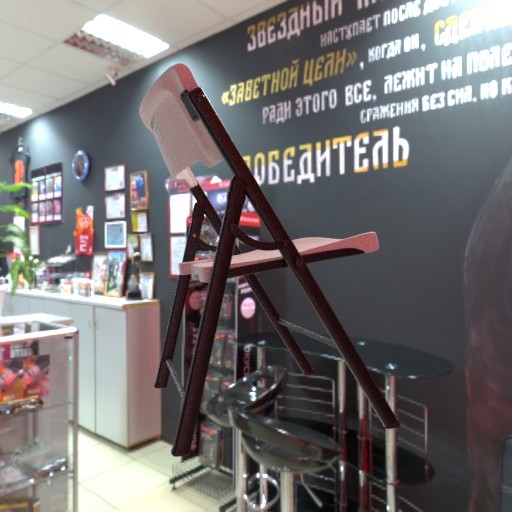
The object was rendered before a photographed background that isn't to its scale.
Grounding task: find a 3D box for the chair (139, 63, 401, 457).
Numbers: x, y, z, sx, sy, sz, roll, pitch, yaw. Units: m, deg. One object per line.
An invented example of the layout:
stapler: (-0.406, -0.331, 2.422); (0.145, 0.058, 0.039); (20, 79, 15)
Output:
chair: (0.000, 0.000, 1.135); (0.577, 0.765, 0.482); (0, 0, -17)
